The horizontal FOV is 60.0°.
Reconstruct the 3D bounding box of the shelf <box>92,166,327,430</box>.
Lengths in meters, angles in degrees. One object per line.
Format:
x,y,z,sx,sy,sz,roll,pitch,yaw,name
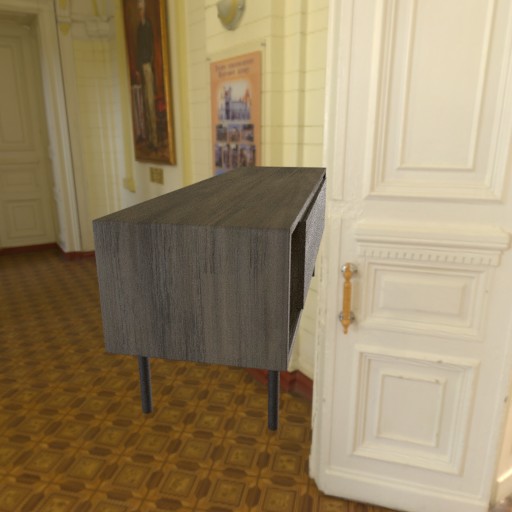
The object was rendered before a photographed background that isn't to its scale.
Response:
0.000,0.000,1.519,0.400,0.495,1.300,3,17,11,shelf
